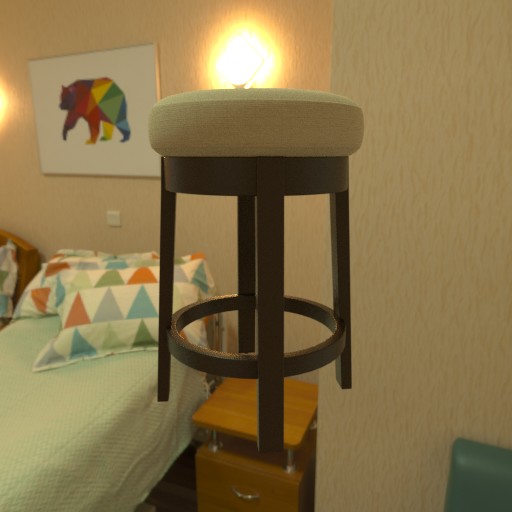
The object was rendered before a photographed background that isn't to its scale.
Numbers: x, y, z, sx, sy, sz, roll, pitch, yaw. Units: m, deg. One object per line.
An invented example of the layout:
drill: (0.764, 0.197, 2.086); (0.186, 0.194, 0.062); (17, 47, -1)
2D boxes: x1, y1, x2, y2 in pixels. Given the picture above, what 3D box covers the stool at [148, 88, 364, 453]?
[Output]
stool: (0.000, 0.000, 0.965); (0.449, 0.655, 0.449); (0, 13, 0)
